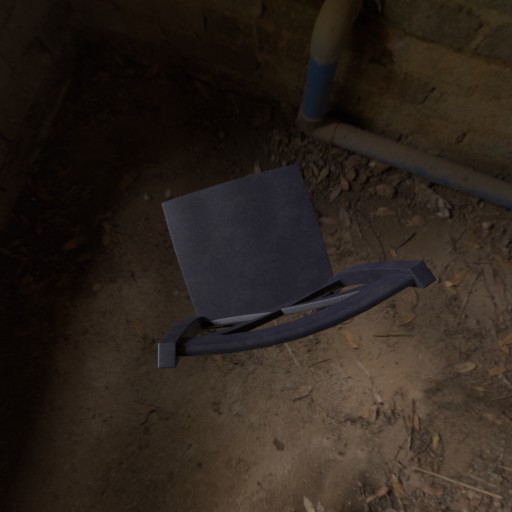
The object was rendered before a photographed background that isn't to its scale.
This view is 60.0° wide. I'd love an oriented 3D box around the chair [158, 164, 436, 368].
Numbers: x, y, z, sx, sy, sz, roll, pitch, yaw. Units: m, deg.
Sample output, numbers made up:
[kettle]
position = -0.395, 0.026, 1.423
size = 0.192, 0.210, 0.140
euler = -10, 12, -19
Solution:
[chair]
position = 0.000, 0.000, 1.265
size = 0.485, 0.983, 0.542
euler = -17, 77, -4
